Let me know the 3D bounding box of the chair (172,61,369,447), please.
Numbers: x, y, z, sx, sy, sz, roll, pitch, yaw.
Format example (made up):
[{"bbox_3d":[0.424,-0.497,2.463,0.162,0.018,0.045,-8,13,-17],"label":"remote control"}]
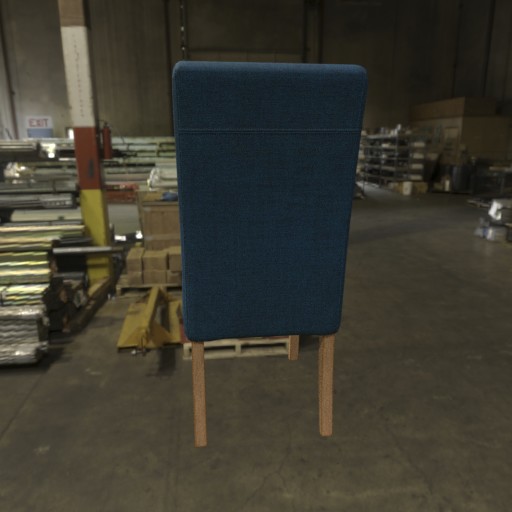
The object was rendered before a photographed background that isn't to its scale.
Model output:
[{"bbox_3d":[0.000,0.000,1.378,0.450,1.029,0.610,-2,15,-7],"label":"chair"}]
